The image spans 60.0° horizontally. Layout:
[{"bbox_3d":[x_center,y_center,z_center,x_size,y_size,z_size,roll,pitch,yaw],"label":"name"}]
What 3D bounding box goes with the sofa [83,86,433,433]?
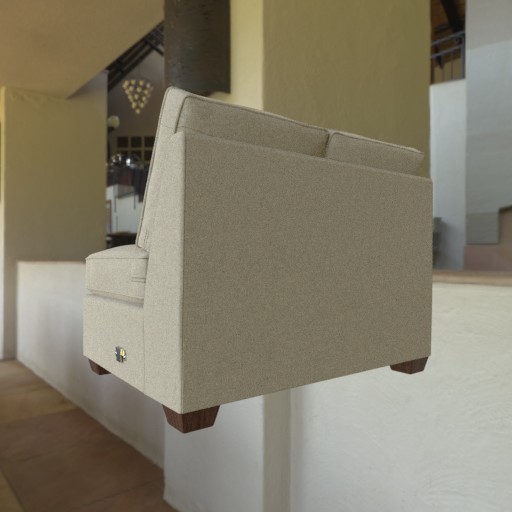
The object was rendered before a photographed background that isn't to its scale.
[{"bbox_3d":[0.000,0.000,1.939,1.237,1.008,0.951,0,0,-37],"label":"sofa"}]
